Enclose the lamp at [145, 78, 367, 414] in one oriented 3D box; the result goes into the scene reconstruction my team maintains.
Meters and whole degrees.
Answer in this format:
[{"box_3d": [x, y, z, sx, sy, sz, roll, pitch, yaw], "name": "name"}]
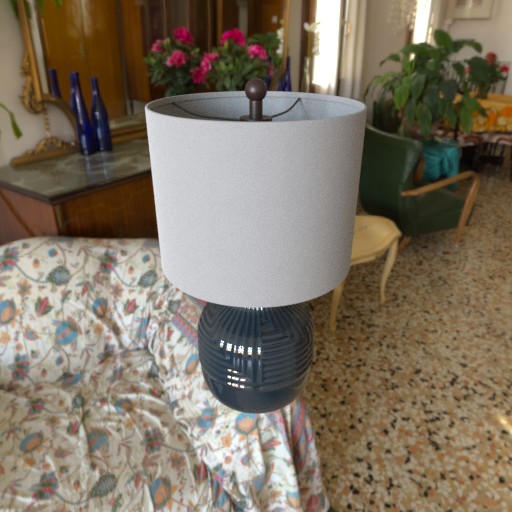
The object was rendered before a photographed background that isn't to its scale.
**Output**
[{"box_3d": [0.000, 0.000, 0.760, 0.318, 0.567, 0.318, 0, 26, 0], "name": "lamp"}]
